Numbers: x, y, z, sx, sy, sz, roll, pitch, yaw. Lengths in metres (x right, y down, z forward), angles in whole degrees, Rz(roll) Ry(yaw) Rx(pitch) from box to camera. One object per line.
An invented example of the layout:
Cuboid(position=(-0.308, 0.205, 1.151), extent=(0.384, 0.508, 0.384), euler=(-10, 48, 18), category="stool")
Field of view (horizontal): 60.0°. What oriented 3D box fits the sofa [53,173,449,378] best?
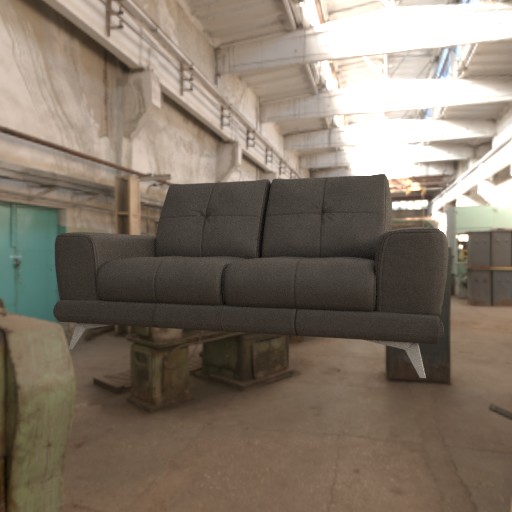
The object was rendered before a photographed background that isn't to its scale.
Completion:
Cuboid(position=(0.000, 0.000, 2.352), extent=(1.806, 0.907, 1.018), euler=(0, 1, 17), category="sofa")
